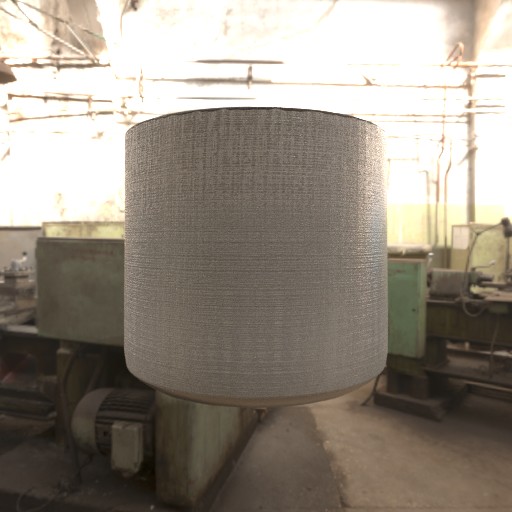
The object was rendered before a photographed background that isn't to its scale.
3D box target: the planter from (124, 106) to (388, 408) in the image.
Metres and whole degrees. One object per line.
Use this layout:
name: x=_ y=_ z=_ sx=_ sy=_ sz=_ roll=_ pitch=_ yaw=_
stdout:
planter: x=0.000 y=0.000 z=0.218 sx=0.125 sy=0.112 sz=0.125 roll=0 pitch=2 yaw=0
